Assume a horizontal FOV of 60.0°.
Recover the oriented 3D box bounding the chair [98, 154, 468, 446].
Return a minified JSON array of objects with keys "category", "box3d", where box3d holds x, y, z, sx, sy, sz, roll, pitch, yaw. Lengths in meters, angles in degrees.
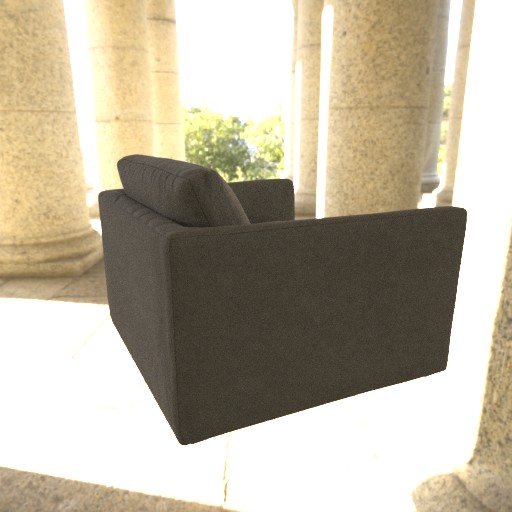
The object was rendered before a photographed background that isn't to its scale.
[{"category":"chair","box3d":[0.000,0.000,1.858,1.091,0.845,1.190,-8,17,-27]}]
